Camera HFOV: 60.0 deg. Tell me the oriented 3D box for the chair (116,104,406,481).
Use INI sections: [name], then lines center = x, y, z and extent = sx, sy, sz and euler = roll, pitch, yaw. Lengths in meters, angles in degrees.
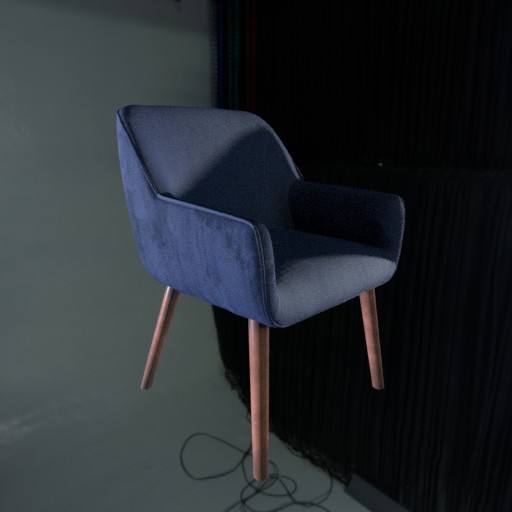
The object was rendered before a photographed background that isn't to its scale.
[chair]
center = 0.000, 0.000, 1.247
extent = 0.600, 0.820, 0.600
euler = 14, 20, 43
